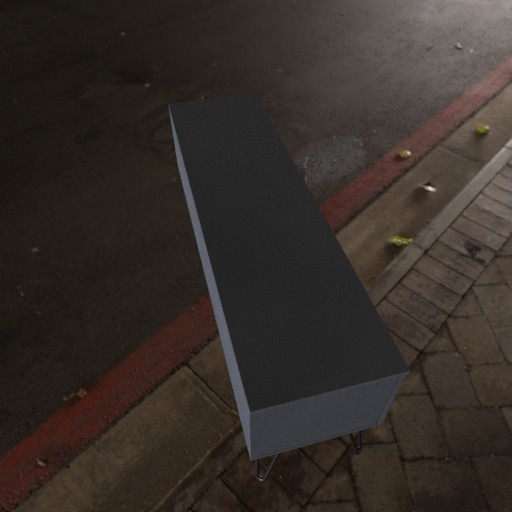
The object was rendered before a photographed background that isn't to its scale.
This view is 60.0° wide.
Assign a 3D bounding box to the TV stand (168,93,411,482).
[{"bbox_3d":[0.000,0.000,1.664,0.400,0.560,1.400,-11,48,-10],"label":"TV stand"}]
